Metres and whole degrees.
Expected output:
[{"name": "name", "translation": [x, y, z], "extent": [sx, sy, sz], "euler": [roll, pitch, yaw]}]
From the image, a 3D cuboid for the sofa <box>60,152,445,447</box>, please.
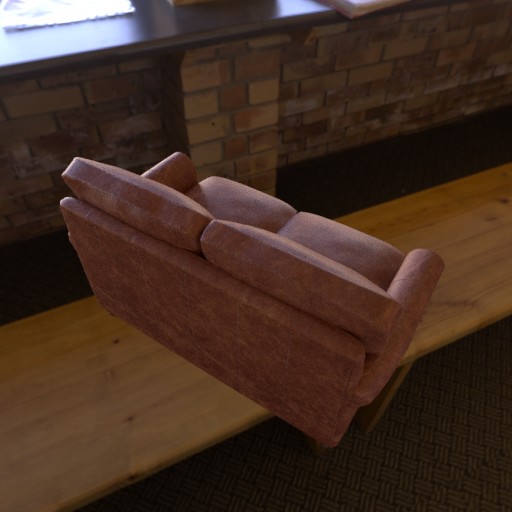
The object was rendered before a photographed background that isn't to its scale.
[{"name": "sofa", "translation": [0.000, 0.000, 2.174], "extent": [1.616, 0.967, 0.990], "euler": [25, 51, 22]}]
